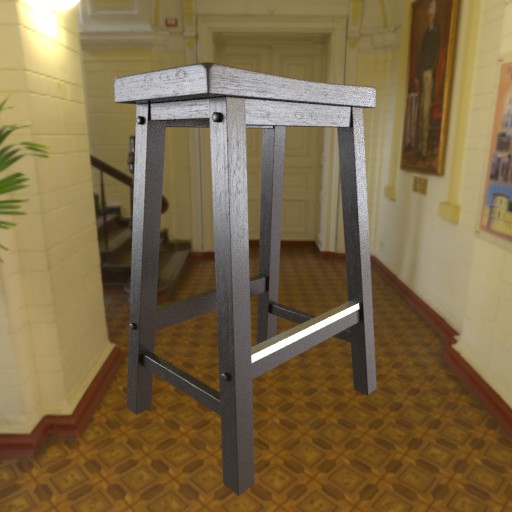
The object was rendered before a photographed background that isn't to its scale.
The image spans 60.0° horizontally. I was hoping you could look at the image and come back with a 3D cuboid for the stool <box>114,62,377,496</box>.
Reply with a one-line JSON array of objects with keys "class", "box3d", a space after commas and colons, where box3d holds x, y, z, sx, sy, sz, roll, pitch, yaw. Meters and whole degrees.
[{"class": "stool", "box3d": [0.000, 0.000, 0.832, 0.322, 0.610, 0.406, 14, 21, 42]}]
